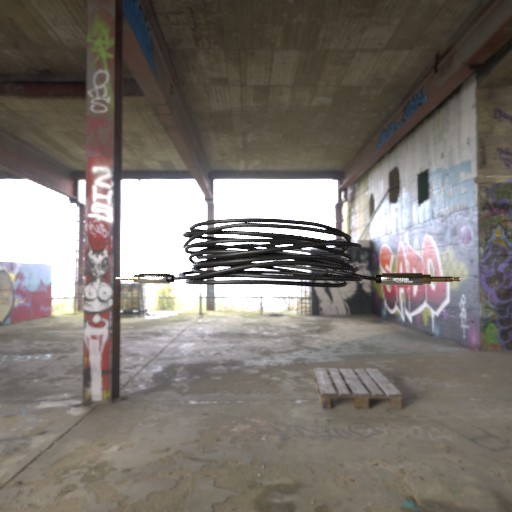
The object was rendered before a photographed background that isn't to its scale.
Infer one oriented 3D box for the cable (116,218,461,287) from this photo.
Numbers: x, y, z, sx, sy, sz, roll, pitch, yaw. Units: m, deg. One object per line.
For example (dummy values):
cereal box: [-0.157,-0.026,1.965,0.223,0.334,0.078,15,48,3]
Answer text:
cable: [0.000,0.000,0.502,0.432,0.069,0.198,-1,-3,19]
